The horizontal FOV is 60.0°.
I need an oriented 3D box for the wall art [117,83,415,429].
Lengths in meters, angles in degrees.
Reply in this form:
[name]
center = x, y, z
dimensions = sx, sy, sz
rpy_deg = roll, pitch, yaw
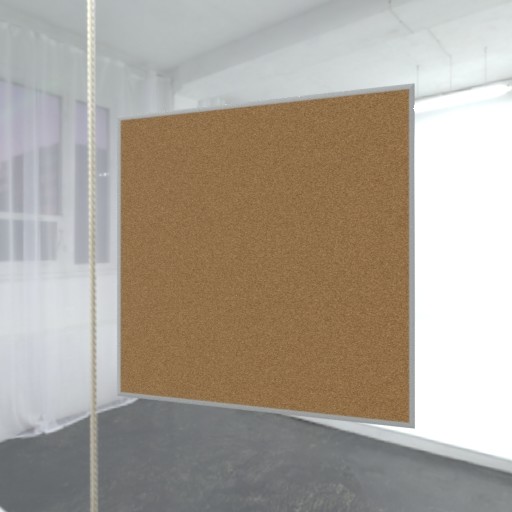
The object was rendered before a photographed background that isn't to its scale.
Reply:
[wall art]
center = 0.000, 0.000, 0.455
dimensions = 0.305, 0.304, 0.038
rpy_deg = 0, 0, 18
